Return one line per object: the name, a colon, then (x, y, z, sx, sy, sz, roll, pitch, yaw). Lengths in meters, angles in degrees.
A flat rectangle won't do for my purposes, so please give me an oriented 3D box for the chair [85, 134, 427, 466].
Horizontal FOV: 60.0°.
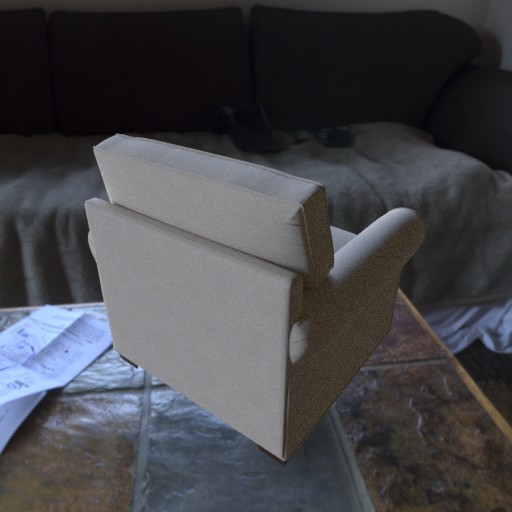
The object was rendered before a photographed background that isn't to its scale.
chair: (0.000, 0.000, 1.747, 1.040, 0.955, 0.863, 21, 35, 32)
